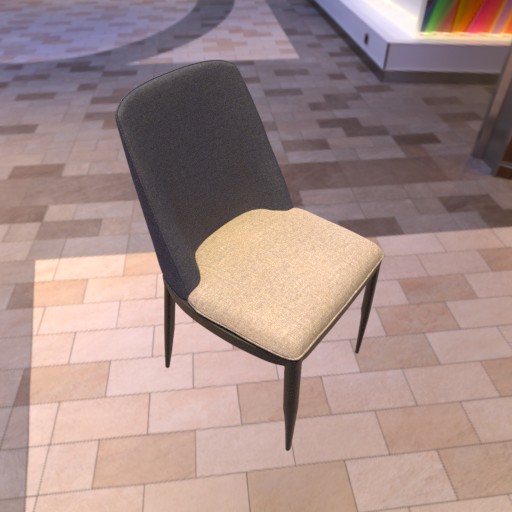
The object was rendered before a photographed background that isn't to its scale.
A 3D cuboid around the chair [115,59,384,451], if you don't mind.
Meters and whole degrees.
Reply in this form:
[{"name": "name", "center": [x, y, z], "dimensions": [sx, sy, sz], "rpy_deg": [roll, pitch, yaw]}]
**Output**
[{"name": "chair", "center": [0.000, 0.000, 1.171], "dimensions": [0.551, 0.839, 0.480], "rpy_deg": [27, 48, 27]}]
